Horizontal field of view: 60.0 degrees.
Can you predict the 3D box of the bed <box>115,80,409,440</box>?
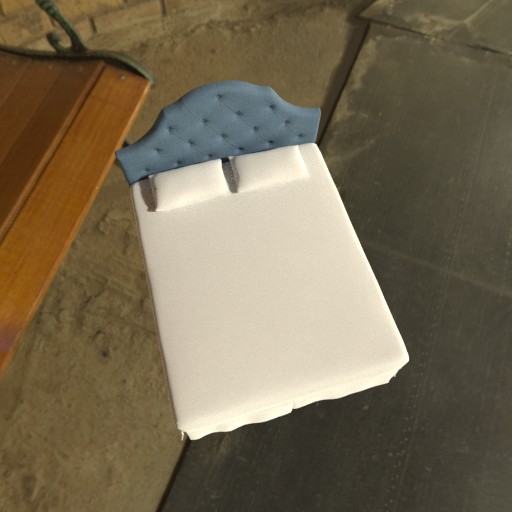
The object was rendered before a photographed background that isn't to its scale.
[{"bbox_3d":[0.000,0.000,3.820,2.039,1.617,2.477,-14,65,-7],"label":"bed"}]
